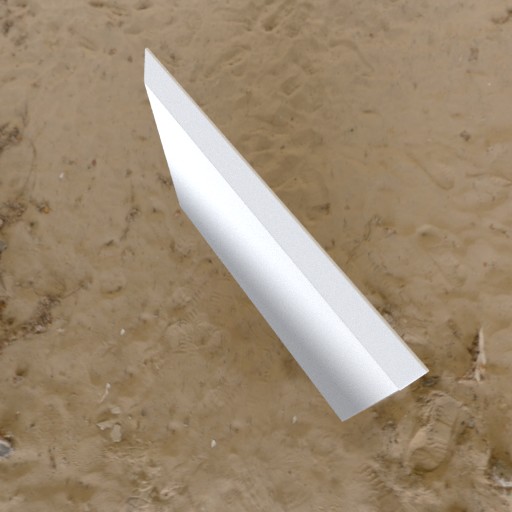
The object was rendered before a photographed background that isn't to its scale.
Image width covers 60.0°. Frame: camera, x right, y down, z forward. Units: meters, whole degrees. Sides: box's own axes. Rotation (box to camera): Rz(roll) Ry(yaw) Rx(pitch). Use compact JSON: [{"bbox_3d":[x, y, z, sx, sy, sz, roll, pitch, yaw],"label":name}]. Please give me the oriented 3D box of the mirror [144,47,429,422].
[{"bbox_3d":[0.000,0.000,1.110,0.030,0.630,0.870,-33,69,-15],"label":"mirror"}]
